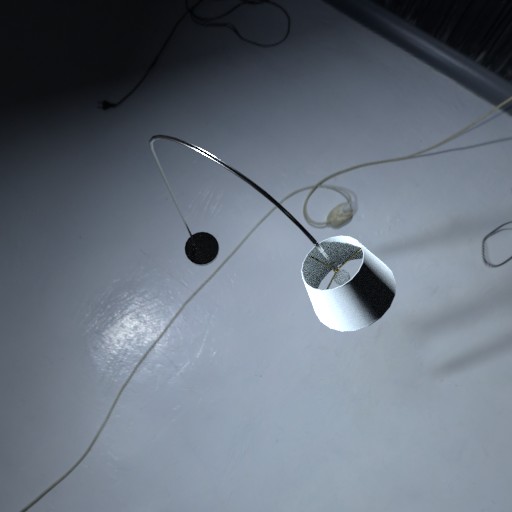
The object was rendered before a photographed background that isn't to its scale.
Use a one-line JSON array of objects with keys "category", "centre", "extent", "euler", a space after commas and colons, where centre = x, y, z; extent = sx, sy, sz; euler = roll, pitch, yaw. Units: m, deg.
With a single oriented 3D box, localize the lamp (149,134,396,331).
[{"category": "lamp", "centre": [0.000, 0.000, 2.730], "extent": [1.445, 2.098, 0.406], "euler": [35, 78, 9]}]
